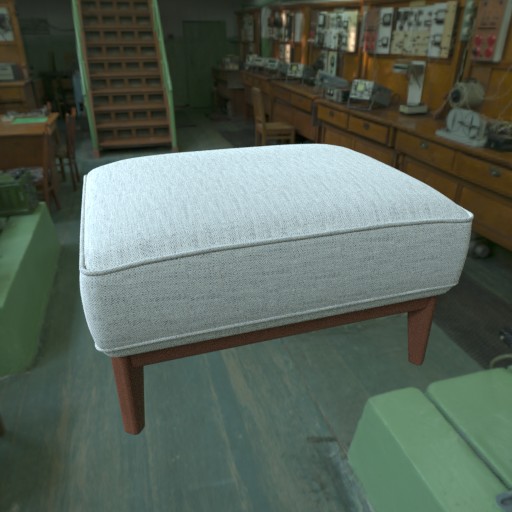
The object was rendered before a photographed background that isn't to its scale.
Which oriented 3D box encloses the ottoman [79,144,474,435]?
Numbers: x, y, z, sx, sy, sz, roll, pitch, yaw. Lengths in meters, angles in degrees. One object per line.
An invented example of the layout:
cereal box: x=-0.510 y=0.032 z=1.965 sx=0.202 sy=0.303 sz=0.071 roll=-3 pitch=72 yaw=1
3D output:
ottoman: x=0.000 y=0.000 z=1.122 sx=0.794 sy=0.465 sz=0.594 roll=-8 pitch=28 yaw=-16
